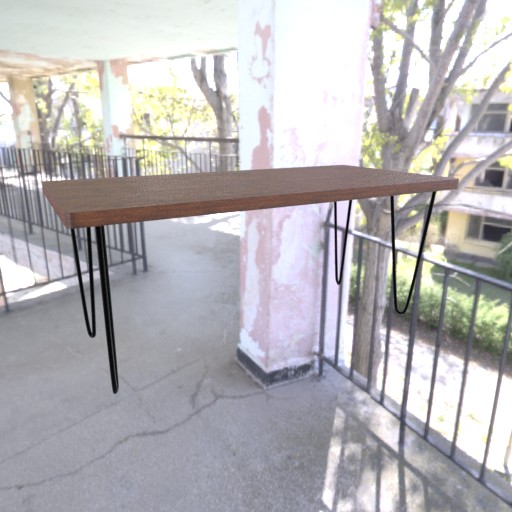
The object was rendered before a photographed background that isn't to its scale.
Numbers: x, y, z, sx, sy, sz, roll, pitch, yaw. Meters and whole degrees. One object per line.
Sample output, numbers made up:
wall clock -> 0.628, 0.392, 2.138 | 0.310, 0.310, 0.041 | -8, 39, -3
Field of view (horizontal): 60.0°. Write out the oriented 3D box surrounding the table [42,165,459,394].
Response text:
table -> 0.000, 0.000, 2.212 | 1.791, 0.753, 0.883 | -9, 19, -28
